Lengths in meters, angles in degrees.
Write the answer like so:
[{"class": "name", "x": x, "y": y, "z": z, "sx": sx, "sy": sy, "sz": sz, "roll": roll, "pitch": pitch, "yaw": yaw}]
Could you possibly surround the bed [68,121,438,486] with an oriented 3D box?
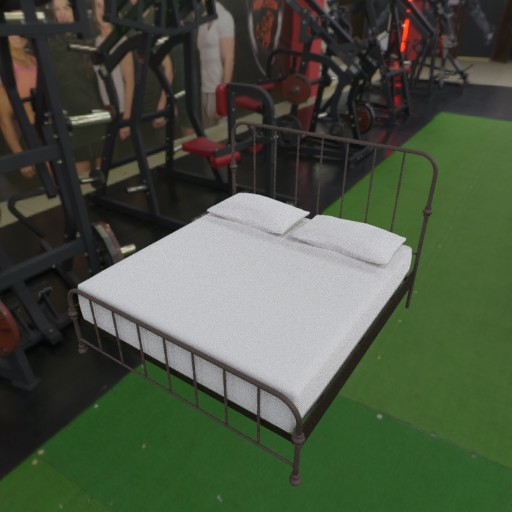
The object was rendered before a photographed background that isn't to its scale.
[{"class": "bed", "x": 0.000, "y": 0.000, "z": 3.467, "sx": 2.044, "sy": 1.446, "sz": 2.134, "roll": 19, "pitch": 35, "yaw": 29}]
